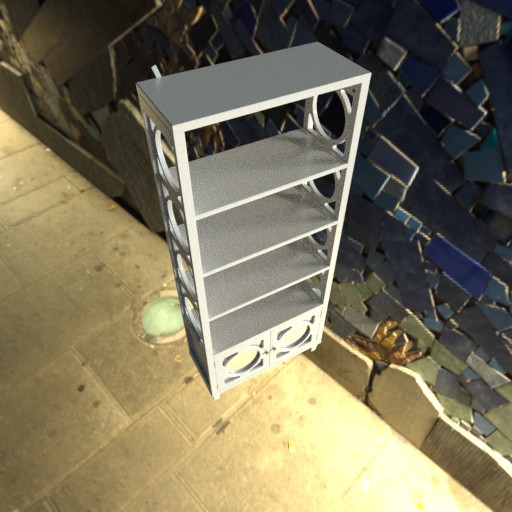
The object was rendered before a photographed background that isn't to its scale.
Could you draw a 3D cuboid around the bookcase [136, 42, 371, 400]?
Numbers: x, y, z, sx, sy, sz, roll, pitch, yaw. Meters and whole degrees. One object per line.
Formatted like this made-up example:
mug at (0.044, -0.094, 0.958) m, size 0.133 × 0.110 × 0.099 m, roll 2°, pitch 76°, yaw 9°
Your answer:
bookcase at (0.000, 0.000, 2.190) m, size 0.761 × 1.869 × 0.361 m, roll -22°, pitch 50°, yaw -20°
